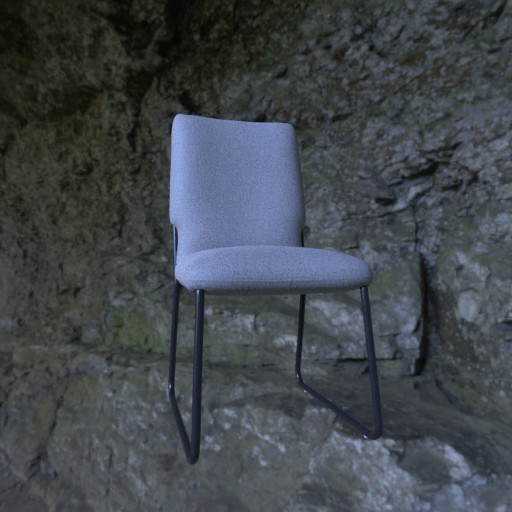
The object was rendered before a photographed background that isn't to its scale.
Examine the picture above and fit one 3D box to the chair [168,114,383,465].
[{"bbox_3d":[0.000,0.000,1.198,0.448,0.864,0.560,0,1,-16],"label":"chair"}]
